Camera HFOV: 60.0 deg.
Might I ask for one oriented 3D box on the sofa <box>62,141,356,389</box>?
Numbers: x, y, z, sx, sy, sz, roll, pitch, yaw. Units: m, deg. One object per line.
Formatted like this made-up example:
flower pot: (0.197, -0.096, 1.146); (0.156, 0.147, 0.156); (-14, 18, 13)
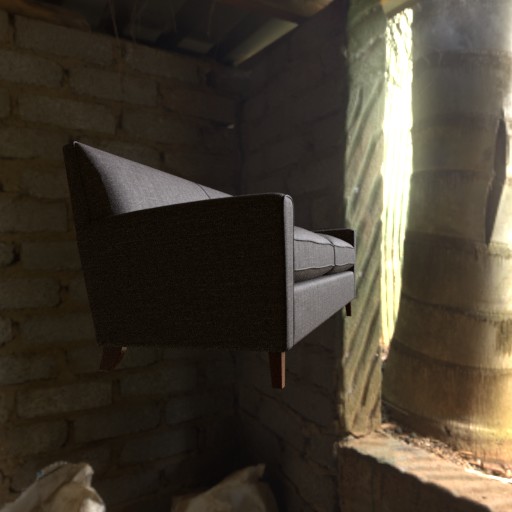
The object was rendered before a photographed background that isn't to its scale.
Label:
sofa: (0.000, 0.000, 2.402); (0.875, 0.846, 1.976); (0, 0, 19)
